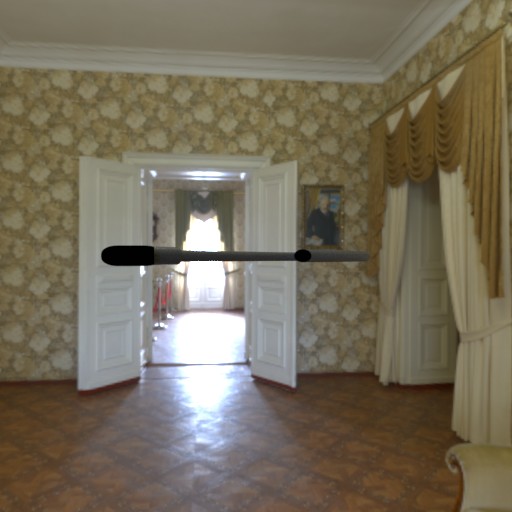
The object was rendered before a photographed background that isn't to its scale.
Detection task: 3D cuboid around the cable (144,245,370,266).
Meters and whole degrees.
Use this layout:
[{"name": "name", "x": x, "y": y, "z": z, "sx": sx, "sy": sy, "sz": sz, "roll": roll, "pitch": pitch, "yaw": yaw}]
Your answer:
[{"name": "cable", "x": 0.000, "y": 0.000, "z": 0.112, "sx": 0.040, "sy": 0.006, "sz": 0.098, "roll": 0, "pitch": 0, "yaw": 37}]
